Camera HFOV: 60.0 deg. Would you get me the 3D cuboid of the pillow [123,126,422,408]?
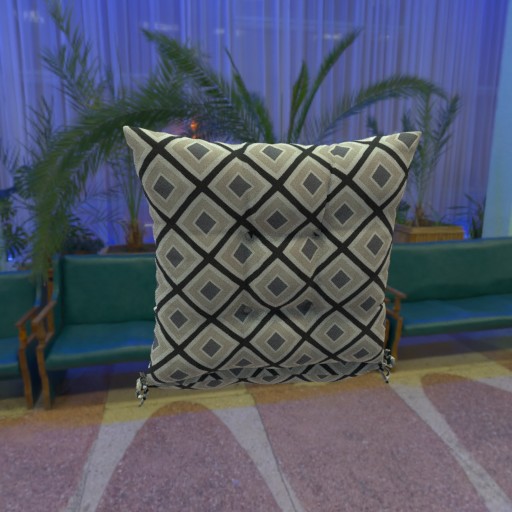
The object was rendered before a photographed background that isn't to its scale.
[{"bbox_3d":[0.000,0.000,1.018,0.541,0.536,0.585,-2,13,-10],"label":"pillow"}]
